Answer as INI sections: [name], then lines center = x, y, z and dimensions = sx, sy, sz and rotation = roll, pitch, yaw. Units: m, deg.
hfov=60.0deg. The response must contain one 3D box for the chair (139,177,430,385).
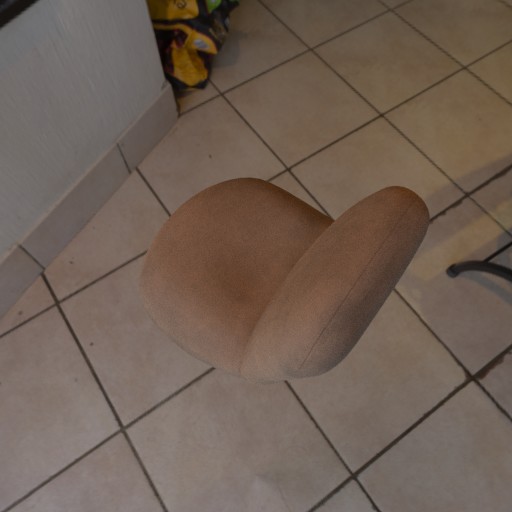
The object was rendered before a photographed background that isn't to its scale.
[chair]
center = 0.000, 0.000, 1.057
dimensions = 0.597, 0.594, 0.521
rotation = 34, 68, 15
